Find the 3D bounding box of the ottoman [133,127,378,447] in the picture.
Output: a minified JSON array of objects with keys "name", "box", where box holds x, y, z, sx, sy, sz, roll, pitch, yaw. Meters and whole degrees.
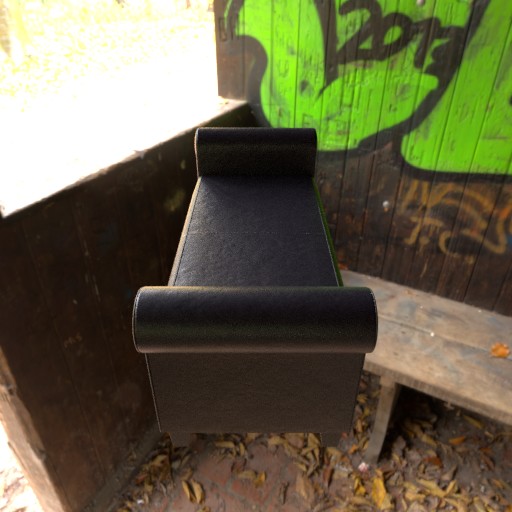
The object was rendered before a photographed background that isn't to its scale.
[{"name":"ottoman","box":[0.000,0.000,1.548,0.521,0.547,1.256,0,34,0]}]
